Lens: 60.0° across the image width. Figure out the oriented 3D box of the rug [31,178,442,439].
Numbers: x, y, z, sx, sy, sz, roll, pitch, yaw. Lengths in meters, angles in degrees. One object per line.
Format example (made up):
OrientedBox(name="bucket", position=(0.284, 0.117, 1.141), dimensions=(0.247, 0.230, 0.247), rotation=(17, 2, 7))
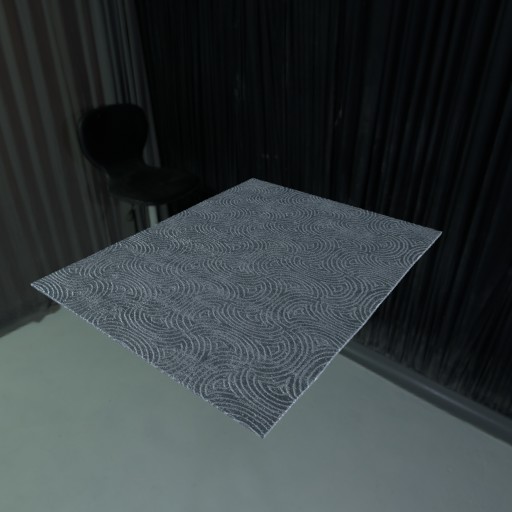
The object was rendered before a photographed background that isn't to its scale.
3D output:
OrientedBox(name="rug", position=(0.000, 0.000, 4.119), dimensions=(2.456, 0.021, 3.042), rotation=(22, 37, 31))
